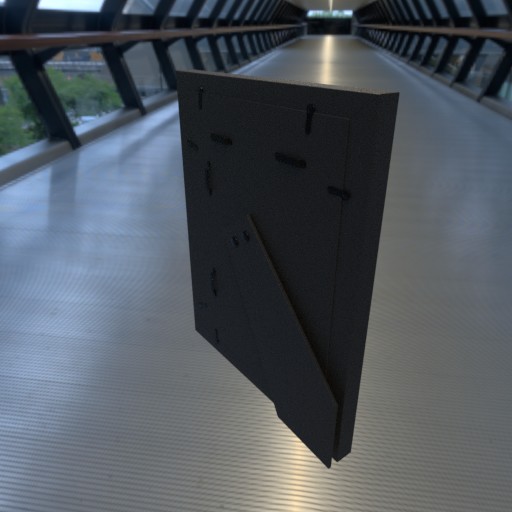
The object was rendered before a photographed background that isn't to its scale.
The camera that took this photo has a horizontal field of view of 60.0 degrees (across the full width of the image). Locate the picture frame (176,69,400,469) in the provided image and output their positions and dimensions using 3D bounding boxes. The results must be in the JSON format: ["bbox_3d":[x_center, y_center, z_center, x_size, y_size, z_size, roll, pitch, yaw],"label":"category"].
[{"bbox_3d":[0.000,0.000,0.514,0.036,0.383,0.307,-19,32,-33],"label":"picture frame"}]
